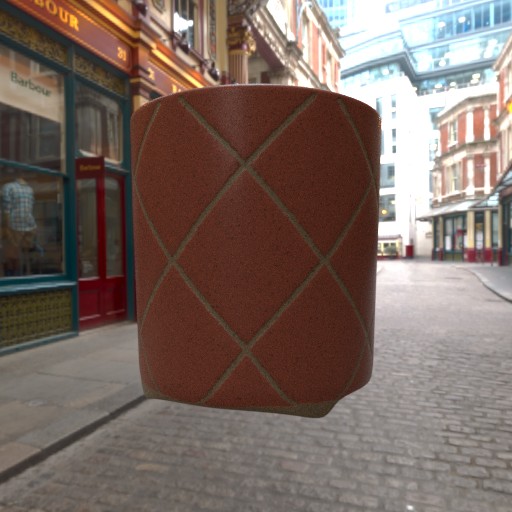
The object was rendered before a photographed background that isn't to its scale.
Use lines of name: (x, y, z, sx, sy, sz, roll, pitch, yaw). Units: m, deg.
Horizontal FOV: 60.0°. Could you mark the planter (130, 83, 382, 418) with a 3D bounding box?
planter: (0.000, 0.000, 0.349, 0.191, 0.200, 0.191, 0, 0, 0)
